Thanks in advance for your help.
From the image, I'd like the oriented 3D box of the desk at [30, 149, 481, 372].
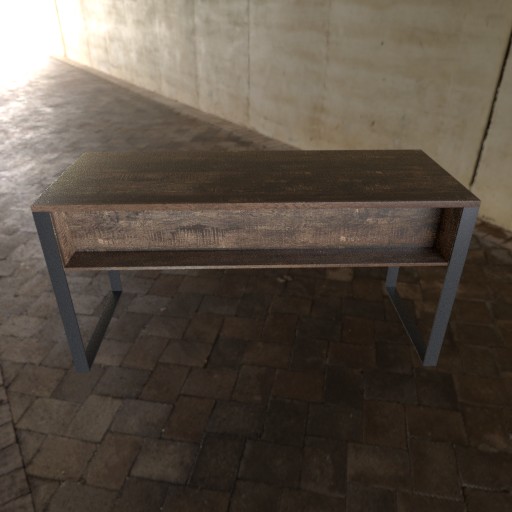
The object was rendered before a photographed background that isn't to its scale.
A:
[{"bbox_3d":[0.000,0.000,1.946,1.524,0.762,0.599,-1,30,-1],"label":"desk"}]
